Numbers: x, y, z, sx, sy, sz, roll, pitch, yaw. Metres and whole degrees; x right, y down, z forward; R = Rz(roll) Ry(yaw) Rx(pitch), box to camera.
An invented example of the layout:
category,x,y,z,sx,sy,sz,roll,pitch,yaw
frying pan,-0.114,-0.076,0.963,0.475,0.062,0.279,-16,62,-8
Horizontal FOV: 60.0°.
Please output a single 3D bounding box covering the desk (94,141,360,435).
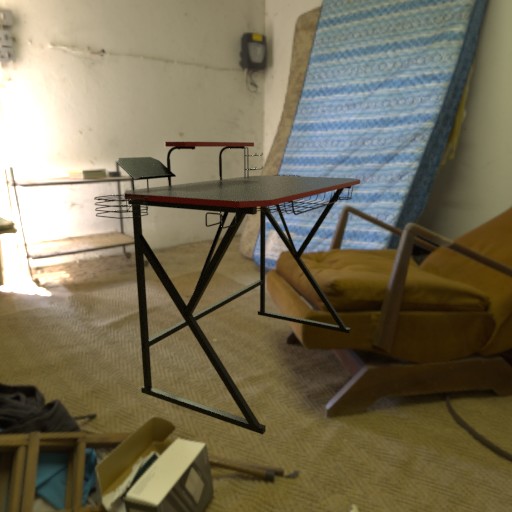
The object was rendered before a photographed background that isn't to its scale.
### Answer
category,x,y,z,sx,sy,sz,roll,pitch,yaw
desk,0.000,0.000,1.832,0.588,0.913,1.280,8,16,28
